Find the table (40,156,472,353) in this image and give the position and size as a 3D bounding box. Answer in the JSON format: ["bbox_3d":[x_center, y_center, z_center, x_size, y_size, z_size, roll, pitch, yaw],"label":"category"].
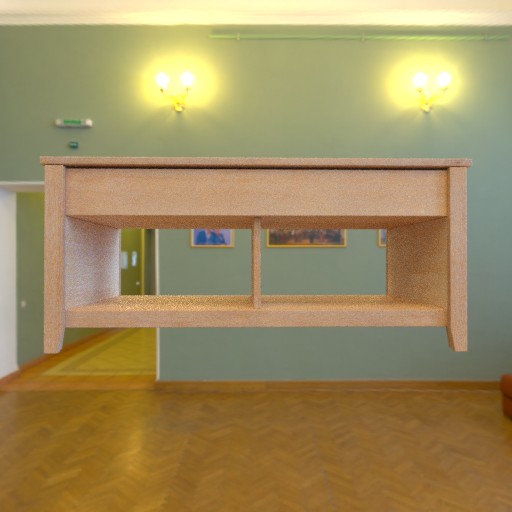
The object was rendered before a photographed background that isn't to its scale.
[{"bbox_3d":[0.000,0.000,1.280,1.016,0.457,0.483,0,-1,-1],"label":"table"}]
